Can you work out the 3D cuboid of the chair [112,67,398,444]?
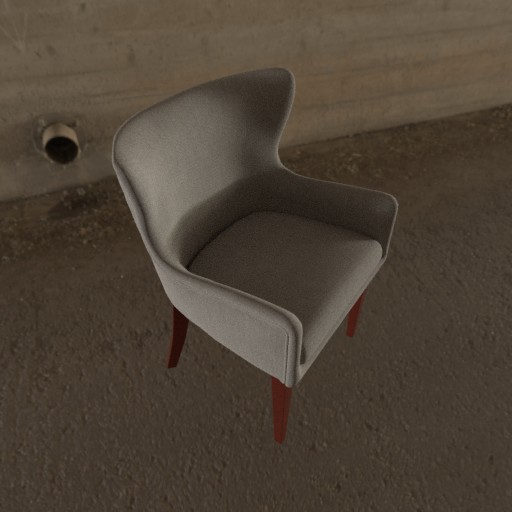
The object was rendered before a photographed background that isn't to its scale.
[{"bbox_3d":[0.000,0.000,1.444,0.677,0.948,0.732,25,47,25],"label":"chair"}]
